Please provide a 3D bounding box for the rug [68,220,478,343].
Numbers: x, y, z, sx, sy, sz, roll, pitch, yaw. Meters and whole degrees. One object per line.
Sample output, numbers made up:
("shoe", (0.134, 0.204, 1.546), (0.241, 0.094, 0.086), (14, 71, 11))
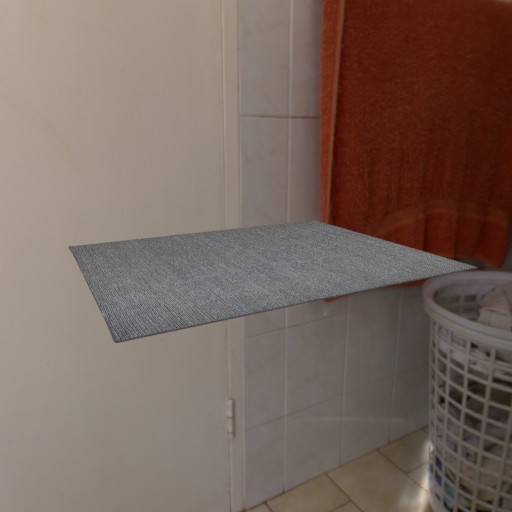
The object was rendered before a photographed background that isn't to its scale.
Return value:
("rug", (0.000, 0.000, 4.192), (3.068, 0.021, 2.456), (-8, 17, -27))
